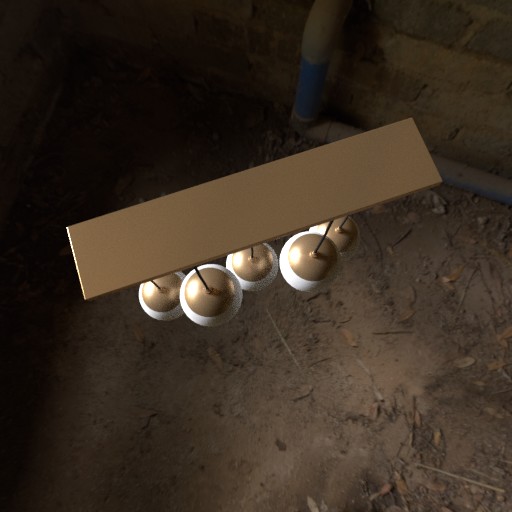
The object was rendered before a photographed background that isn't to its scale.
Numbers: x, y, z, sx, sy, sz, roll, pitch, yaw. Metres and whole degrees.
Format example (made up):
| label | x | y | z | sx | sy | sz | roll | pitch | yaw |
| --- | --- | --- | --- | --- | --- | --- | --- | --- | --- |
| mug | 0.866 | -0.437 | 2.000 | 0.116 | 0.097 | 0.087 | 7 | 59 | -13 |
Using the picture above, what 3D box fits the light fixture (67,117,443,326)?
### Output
| label | x | y | z | sx | sy | sz | roll | pitch | yaw |
| --- | --- | --- | --- | --- | --- | --- | --- | --- | --- |
| light fixture | 0.000 | 0.000 | 1.329 | 0.863 | 0.869 | 0.299 | -18 | 77 | -5 |
